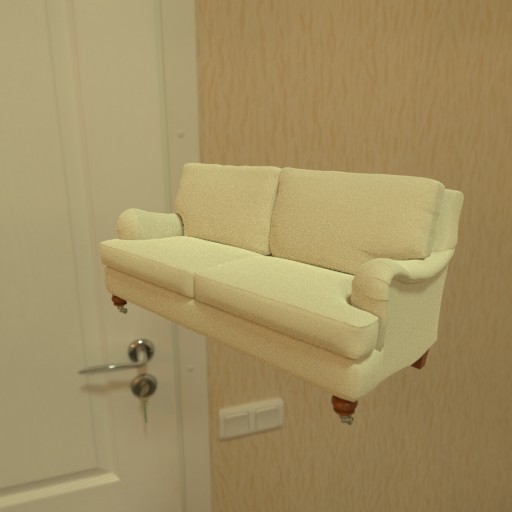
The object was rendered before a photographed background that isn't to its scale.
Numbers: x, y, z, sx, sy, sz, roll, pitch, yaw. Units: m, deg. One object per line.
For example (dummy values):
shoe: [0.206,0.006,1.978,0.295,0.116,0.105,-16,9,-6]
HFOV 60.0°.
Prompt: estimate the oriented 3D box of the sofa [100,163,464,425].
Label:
sofa: [0.000,0.000,2.820,2.159,1.087,1.086,14,21,41]
